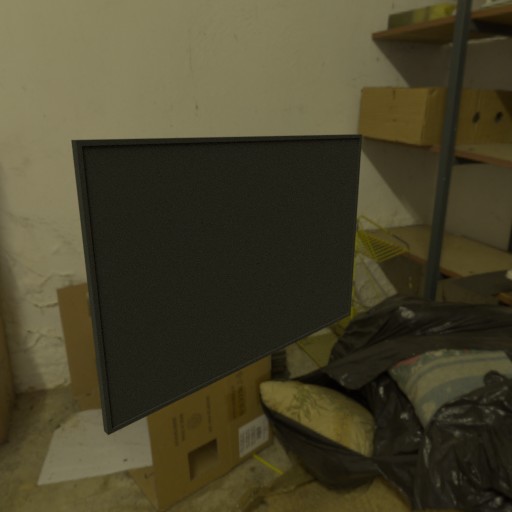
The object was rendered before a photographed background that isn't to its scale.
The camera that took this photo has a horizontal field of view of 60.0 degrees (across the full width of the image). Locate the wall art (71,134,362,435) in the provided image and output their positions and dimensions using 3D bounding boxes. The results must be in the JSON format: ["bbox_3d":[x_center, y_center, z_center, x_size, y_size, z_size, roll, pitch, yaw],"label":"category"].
[{"bbox_3d":[0.000,0.000,1.543,1.190,0.805,0.028,-15,22,-42],"label":"wall art"}]
